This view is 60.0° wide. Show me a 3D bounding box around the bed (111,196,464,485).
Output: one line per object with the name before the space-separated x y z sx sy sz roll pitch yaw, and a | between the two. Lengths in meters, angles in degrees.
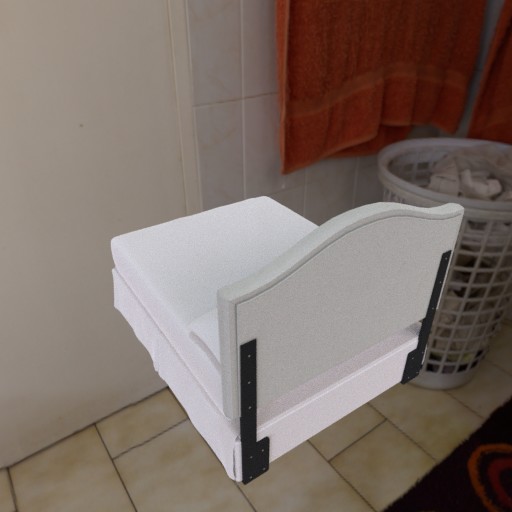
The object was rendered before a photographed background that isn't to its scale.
bed | 0.000 0.000 3.423 1.813 1.607 2.180 -19 36 -28
